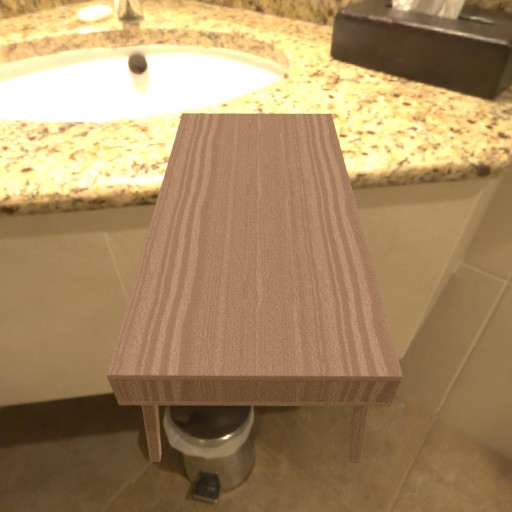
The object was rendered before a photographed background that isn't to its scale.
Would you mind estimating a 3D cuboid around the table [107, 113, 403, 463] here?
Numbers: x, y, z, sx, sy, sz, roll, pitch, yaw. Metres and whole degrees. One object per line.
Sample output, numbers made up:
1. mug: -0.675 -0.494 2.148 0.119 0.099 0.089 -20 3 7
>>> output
1. table: 0.000 0.000 1.487 0.600 0.450 1.200 0 43 0
